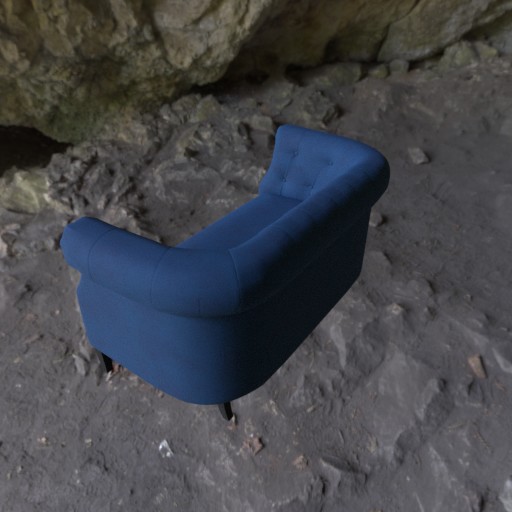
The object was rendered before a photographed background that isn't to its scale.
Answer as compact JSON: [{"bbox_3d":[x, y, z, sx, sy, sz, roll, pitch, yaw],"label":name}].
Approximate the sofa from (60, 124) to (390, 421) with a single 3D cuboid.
[{"bbox_3d":[0.000,0.000,2.109,0.835,0.827,1.558,21,39,29],"label":"sofa"}]
